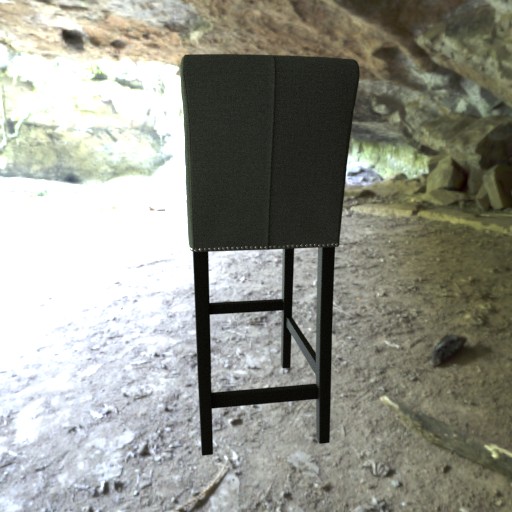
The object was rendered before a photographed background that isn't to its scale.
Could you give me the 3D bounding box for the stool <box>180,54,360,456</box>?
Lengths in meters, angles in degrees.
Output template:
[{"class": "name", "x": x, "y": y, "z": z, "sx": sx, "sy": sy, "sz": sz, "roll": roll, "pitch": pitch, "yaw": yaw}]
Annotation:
[{"class": "stool", "x": 0.000, "y": 0.000, "z": 1.348, "sx": 0.411, "sy": 1.047, "sz": 0.548, "roll": -2, "pitch": 15, "yaw": -9}]
